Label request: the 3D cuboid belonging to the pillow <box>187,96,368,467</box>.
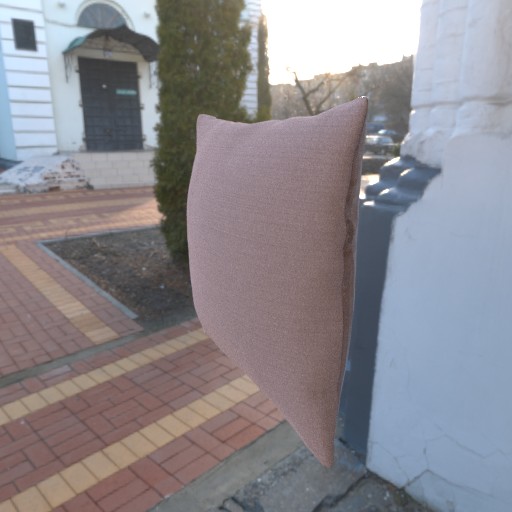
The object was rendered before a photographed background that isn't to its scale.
[{"bbox_3d":[0.000,0.000,0.724,0.175,0.464,0.470,-8,18,-27],"label":"pillow"}]
